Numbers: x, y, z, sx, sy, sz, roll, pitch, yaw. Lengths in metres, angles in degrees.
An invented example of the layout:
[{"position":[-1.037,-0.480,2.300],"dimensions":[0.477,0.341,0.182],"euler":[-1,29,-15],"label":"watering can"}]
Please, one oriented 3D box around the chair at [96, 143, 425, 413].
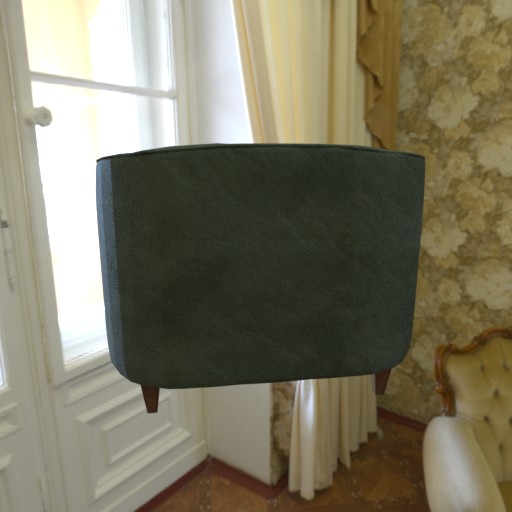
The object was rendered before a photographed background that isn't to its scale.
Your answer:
[{"position":[0.000,0.000,1.755],"dimensions":[1.104,0.852,0.941],"euler":[-2,13,-8],"label":"chair"}]
